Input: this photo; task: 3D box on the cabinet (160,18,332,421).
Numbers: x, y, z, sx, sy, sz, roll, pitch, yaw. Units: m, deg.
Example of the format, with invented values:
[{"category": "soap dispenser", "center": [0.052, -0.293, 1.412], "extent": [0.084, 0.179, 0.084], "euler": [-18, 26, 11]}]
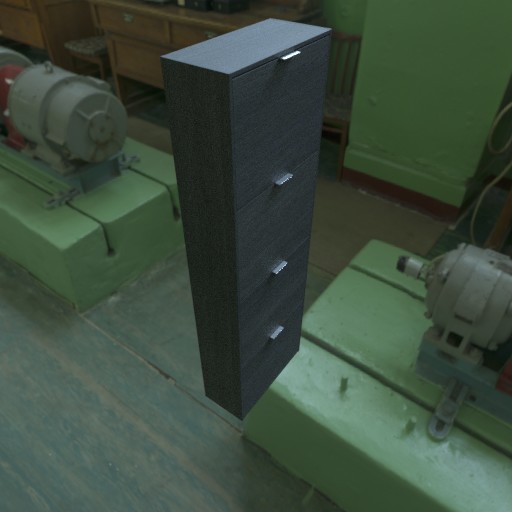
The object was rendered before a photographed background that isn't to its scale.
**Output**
[{"category": "cabinet", "center": [0.000, 0.000, 1.813], "extent": [0.255, 1.630, 0.520], "euler": [25, 47, 27]}]
